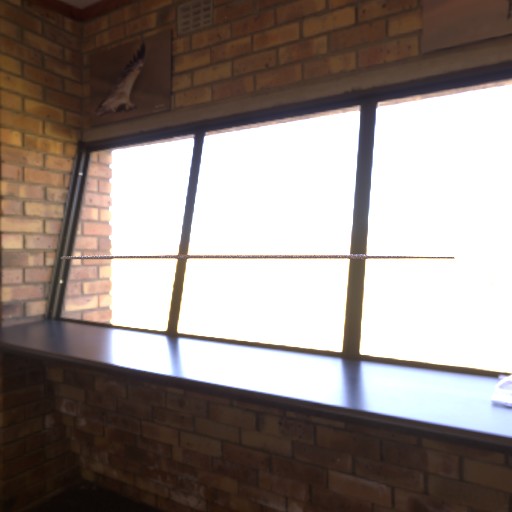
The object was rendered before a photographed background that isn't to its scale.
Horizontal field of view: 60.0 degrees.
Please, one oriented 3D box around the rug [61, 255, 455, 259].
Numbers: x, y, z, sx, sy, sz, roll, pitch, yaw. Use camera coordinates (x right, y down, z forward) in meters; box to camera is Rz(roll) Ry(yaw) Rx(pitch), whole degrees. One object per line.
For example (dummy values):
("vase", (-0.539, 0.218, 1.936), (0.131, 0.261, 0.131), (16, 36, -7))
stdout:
("rug", (0.000, 0.000, 3.672), (2.005, 0.014, 2.878), (0, 0, -1))
